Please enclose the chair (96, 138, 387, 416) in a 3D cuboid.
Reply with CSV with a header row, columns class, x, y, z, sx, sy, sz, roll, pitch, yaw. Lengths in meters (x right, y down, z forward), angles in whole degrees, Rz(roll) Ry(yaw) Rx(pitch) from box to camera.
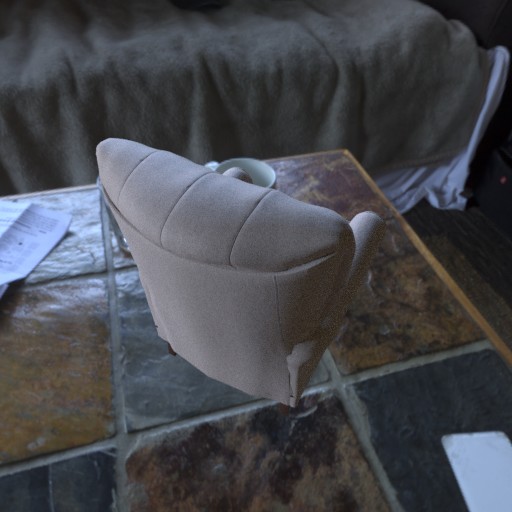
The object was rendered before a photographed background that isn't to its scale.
class,x,y,z,sx,sy,sz,roll,pitch,yaw
chair,0.000,0.000,1.928,0.942,1.209,1.025,22,50,20
